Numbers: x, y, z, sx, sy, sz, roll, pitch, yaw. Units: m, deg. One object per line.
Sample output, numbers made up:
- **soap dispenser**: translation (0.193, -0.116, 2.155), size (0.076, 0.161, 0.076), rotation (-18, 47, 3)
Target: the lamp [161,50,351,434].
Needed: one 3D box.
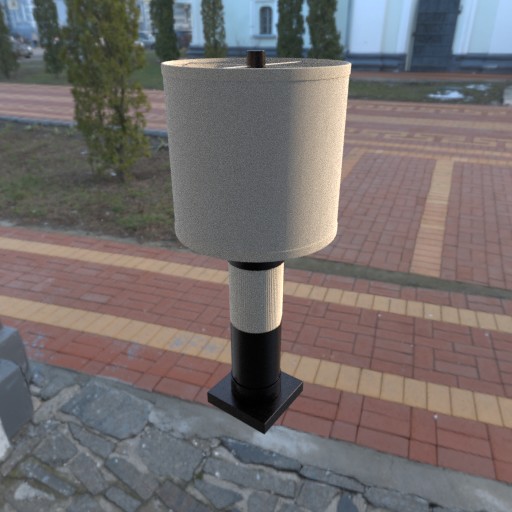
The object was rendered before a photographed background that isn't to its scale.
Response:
- **lamp**: translation (0.000, 0.000, 0.605), size (0.211, 0.509, 0.211), rotation (18, 32, 32)
